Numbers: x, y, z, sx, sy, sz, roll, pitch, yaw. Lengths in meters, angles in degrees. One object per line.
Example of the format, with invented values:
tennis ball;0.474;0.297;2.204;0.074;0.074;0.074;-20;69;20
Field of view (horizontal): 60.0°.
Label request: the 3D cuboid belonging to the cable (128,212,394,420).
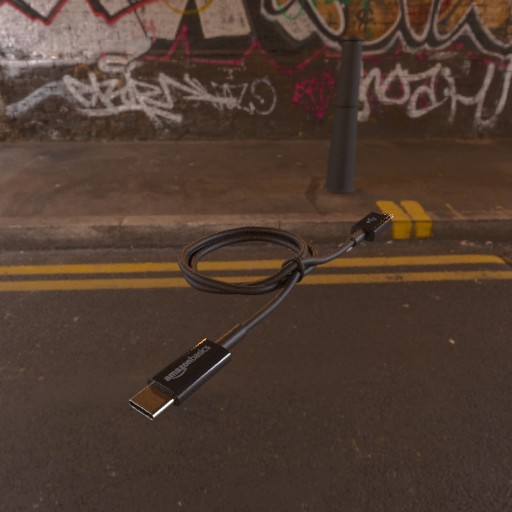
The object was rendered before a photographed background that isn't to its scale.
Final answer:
cable;0.000;0.000;0.213;0.070;0.014;0.192;18;32;31
